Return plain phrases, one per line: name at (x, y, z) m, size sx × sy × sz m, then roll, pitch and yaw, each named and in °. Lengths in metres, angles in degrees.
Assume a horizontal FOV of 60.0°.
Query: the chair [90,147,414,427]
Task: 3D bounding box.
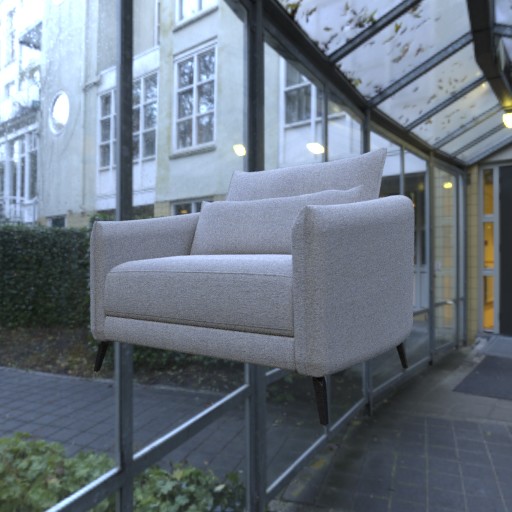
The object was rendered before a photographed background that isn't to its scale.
chair at (0.000, 0.000, 1.660) m, size 1.029 × 0.856 × 0.801 m, roll 0°, pitch 0°, yaw 35°
